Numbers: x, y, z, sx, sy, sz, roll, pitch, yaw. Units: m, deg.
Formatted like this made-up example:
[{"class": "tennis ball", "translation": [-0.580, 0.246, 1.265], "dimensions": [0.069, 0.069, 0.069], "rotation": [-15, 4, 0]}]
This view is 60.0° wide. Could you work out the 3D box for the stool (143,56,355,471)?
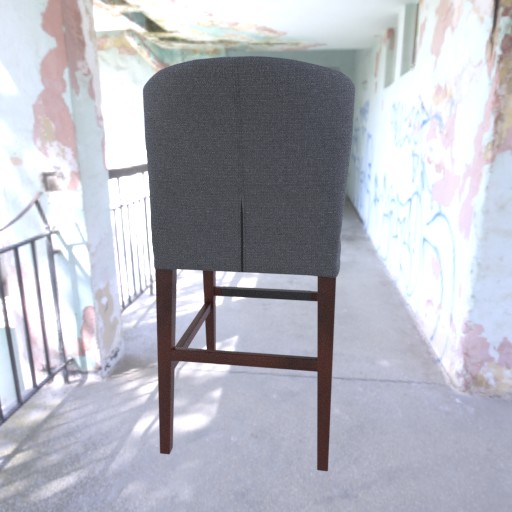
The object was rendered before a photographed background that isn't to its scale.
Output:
[{"class": "stool", "translation": [0.000, 0.000, 1.258], "dimensions": [0.479, 0.968, 0.568], "rotation": [2, 16, 8]}]
